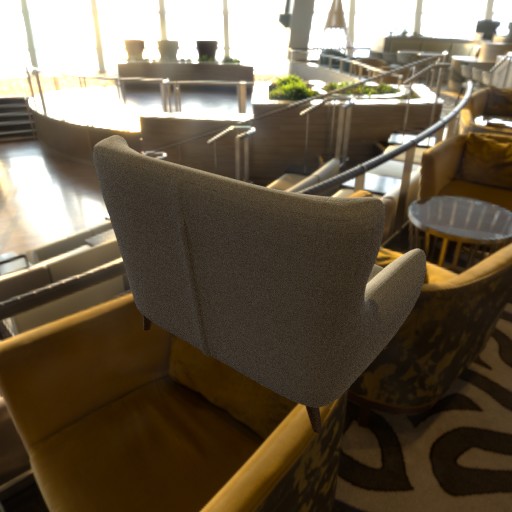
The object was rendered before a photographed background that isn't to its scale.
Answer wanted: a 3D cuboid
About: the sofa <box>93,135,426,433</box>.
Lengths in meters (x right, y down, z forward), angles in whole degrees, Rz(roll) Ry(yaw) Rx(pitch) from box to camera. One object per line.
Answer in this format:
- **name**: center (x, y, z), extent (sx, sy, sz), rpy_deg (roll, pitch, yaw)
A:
- **sofa**: center (0.000, 0.000, 2.087), extent (1.386, 1.028, 0.884), rpy_deg (21, 35, 33)
